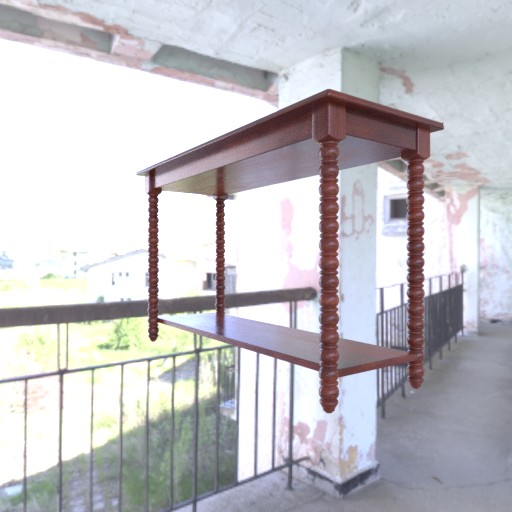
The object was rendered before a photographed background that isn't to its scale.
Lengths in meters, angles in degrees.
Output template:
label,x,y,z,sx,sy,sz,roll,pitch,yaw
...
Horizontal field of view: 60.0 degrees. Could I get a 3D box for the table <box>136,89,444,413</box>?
label,x,y,z,sx,sy,sz,roll,pitch,yaw
table,0.000,0.000,1.584,0.459,0.740,1.184,0,0,-35
